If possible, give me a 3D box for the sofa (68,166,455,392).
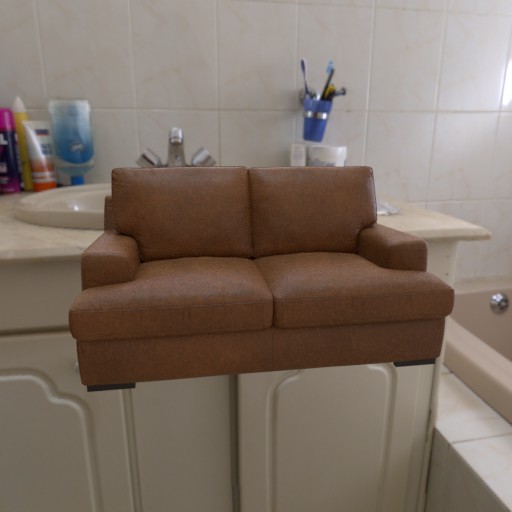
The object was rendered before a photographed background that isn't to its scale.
[{"bbox_3d":[0.000,0.000,2.548,1.880,0.966,1.144,-2,16,-8],"label":"sofa"}]
